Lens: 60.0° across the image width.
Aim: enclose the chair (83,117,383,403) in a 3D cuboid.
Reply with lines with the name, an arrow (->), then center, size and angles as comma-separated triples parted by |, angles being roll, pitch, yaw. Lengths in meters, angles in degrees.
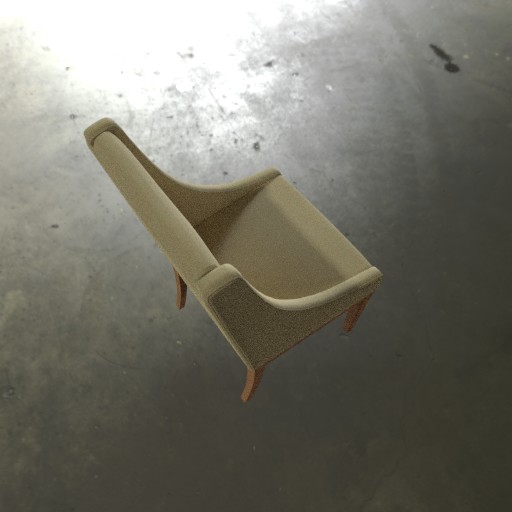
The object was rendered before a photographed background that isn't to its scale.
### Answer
chair -> 0.000, 0.000, 1.417 | 0.611, 1.021, 0.575 | -32, 64, -18
